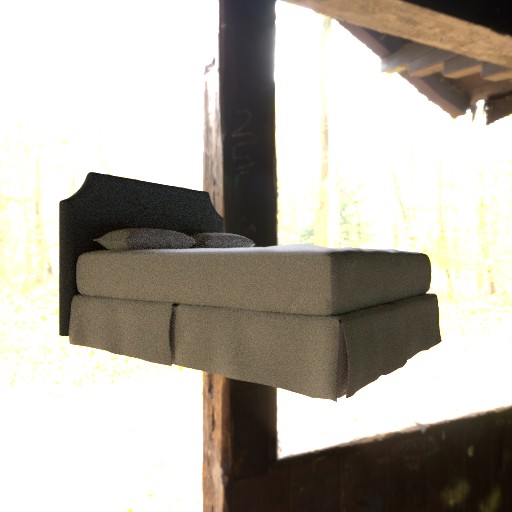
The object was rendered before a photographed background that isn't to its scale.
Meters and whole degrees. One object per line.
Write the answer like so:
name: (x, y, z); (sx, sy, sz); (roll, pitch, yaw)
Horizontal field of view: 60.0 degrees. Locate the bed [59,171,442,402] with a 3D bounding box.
bed: (0.000, 0.000, 3.284); (2.259, 1.296, 1.811); (0, 0, 36)
